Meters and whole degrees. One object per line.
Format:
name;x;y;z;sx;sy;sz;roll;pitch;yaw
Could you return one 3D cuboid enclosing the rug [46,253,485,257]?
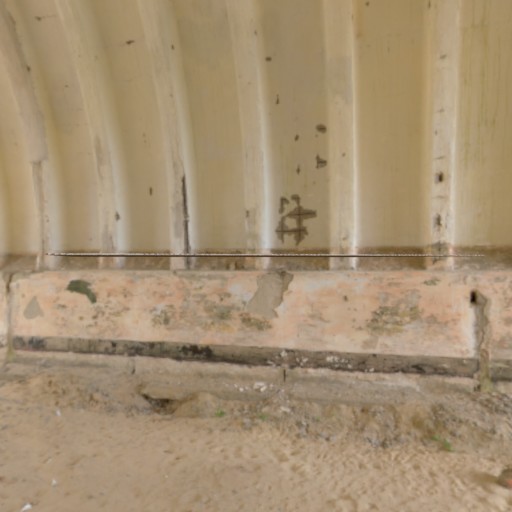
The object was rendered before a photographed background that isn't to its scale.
rug;0.000;0.000;3.034;2.428;0.007;1.519;0;0;-18
